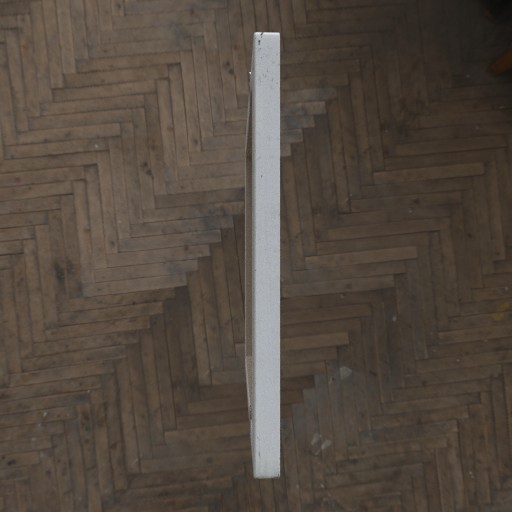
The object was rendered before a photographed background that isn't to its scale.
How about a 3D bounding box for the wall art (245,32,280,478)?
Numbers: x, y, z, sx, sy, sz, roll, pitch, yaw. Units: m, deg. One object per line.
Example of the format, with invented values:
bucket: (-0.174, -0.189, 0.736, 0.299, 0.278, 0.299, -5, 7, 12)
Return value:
wall art: (0.000, 0.000, 0.907, 0.040, 0.611, 0.610, 0, 90, -2)
